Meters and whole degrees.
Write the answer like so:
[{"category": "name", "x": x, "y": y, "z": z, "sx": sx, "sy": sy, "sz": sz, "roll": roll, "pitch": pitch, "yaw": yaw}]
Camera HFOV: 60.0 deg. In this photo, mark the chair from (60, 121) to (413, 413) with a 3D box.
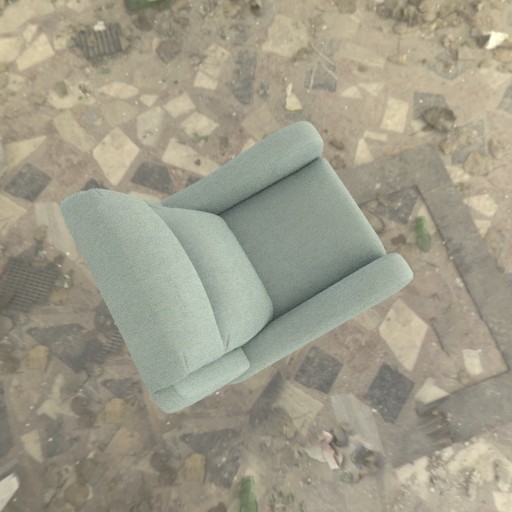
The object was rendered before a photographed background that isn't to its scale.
[{"category": "chair", "x": 0.000, "y": 0.000, "z": 1.730, "sx": 0.988, "sy": 1.067, "sz": 0.785, "roll": -29, "pitch": 77, "yaw": -7}]
